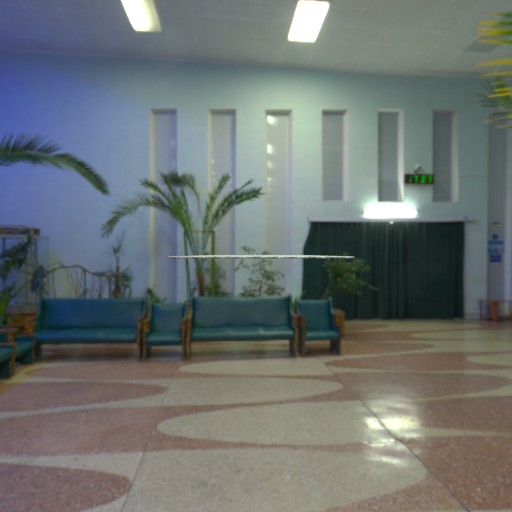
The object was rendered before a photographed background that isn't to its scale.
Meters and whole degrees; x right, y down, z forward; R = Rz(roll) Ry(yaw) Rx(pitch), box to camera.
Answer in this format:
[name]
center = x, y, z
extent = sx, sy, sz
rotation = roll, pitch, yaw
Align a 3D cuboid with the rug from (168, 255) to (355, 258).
[rug]
center = 0.000, 0.000, 2.577
extent = 0.620, 0.008, 2.372
rotation = 0, 0, -1
